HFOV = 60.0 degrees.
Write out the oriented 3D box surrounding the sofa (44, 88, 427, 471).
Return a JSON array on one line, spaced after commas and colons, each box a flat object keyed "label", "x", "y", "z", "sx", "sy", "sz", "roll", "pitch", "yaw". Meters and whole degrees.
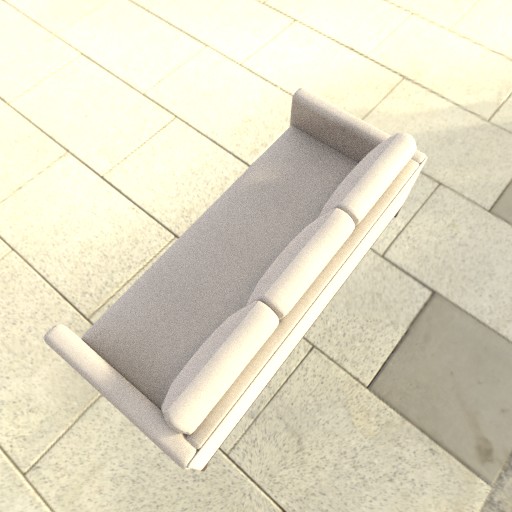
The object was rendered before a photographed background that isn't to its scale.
[{"label": "sofa", "x": 0.000, "y": 0.000, "z": 2.642, "sx": 0.959, "sy": 0.838, "sz": 2.210, "roll": 35, "pitch": 68, "yaw": 16}]
